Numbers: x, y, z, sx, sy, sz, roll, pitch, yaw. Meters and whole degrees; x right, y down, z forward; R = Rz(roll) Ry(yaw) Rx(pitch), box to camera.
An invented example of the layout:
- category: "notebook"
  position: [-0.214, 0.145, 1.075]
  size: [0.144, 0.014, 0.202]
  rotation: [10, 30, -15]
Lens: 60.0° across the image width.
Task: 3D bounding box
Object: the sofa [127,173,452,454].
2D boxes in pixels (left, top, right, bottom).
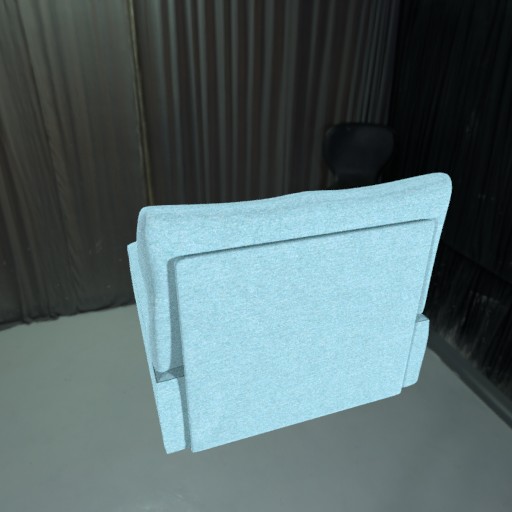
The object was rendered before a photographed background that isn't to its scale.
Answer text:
- category: "sofa"
  position: [0.000, 0.000, 1.729]
  size: [0.930, 0.820, 1.000]
  rotation: [-9, 29, -17]
